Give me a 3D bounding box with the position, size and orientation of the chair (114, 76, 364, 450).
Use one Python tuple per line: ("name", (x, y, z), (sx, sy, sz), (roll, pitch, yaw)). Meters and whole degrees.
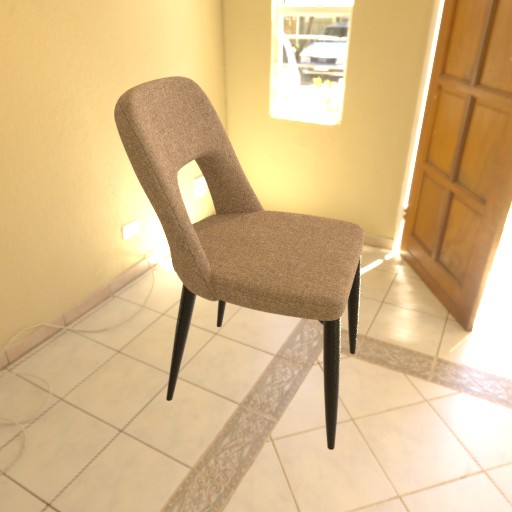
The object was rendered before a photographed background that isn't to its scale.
("chair", (0.000, 0.000, 1.283), (0.612, 0.931, 0.470), (10, 31, 17))
